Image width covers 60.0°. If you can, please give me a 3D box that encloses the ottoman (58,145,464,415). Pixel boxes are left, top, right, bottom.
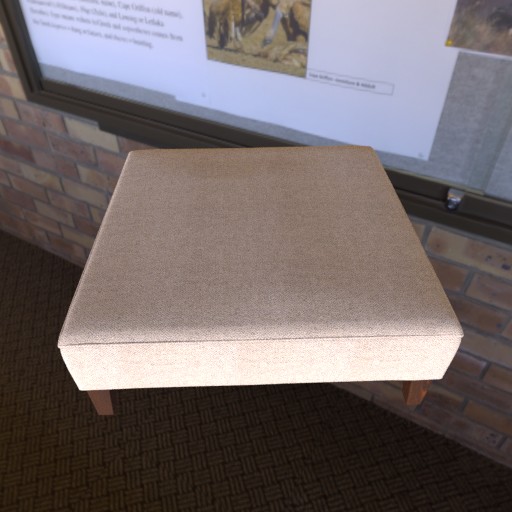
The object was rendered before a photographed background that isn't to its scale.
[{"bbox_3d":[0.000,0.000,1.505,0.982,0.381,0.973,-1,41,-2],"label":"ottoman"}]
